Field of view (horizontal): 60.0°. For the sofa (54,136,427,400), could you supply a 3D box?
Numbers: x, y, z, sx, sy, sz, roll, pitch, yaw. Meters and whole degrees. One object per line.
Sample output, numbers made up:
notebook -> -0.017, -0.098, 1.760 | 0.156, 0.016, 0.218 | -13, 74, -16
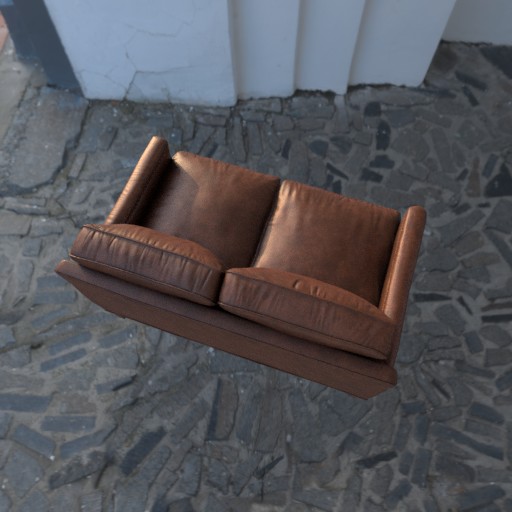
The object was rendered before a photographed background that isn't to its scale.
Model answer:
sofa -> 0.000, 0.000, 2.349 | 1.628, 1.003, 1.083 | 17, 64, 9
